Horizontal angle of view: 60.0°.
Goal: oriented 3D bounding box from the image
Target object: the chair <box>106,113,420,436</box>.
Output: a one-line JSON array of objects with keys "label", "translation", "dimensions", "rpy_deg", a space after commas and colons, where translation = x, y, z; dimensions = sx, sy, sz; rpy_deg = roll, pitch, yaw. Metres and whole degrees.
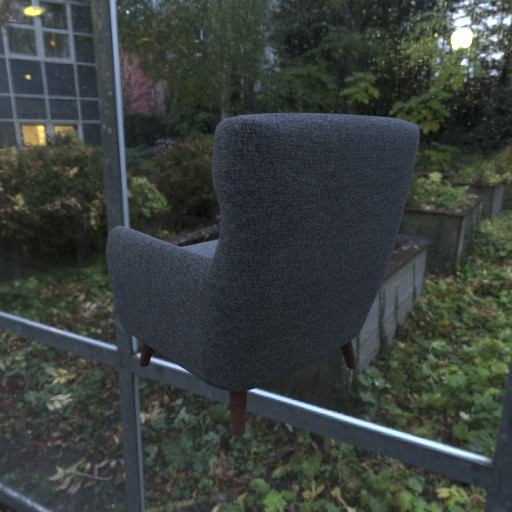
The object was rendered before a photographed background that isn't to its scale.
[{"label": "chair", "translation": [0.000, 0.000, 1.762], "dimensions": [0.889, 1.039, 0.940], "rpy_deg": [-14, 20, -41]}]
